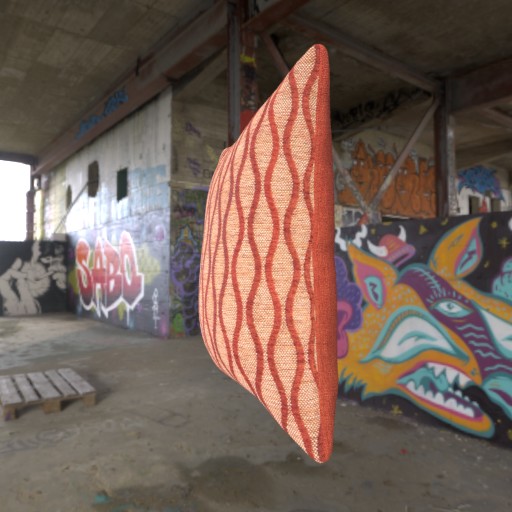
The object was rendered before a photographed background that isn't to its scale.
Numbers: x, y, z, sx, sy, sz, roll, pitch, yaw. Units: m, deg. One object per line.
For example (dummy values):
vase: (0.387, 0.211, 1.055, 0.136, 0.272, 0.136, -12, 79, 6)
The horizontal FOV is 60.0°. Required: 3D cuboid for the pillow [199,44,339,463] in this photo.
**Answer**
pillow: (0.000, 0.000, 0.653, 0.159, 0.434, 0.429, 1, -2, -18)
